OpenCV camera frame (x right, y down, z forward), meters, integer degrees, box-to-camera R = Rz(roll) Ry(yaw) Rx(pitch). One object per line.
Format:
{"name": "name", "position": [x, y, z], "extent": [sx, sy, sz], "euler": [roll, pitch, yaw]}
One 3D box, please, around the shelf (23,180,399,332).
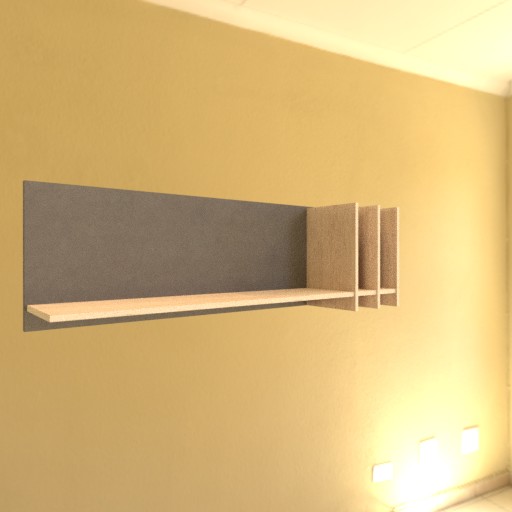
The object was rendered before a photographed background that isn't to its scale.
{"name": "shelf", "position": [0.000, 0.000, 1.116], "extent": [1.020, 0.300, 0.200], "euler": [0, 0, -38]}
